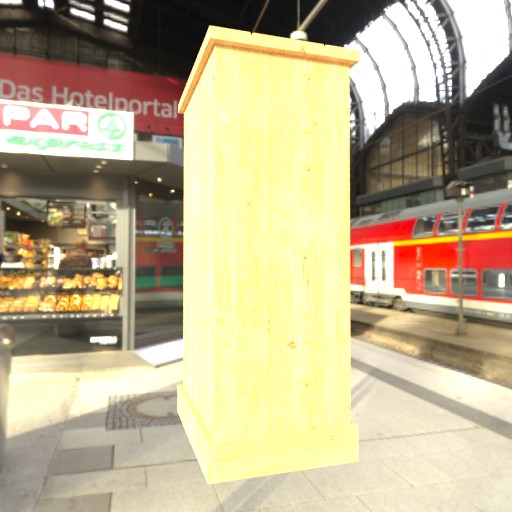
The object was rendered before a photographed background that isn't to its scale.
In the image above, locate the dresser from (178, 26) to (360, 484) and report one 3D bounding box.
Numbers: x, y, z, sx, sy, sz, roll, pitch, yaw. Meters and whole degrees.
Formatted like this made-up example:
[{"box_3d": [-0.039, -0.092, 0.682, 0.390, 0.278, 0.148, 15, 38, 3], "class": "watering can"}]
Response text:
[{"box_3d": [0.000, 0.000, 1.315, 0.390, 1.041, 0.531, 0, -1, -18], "class": "dresser"}]
